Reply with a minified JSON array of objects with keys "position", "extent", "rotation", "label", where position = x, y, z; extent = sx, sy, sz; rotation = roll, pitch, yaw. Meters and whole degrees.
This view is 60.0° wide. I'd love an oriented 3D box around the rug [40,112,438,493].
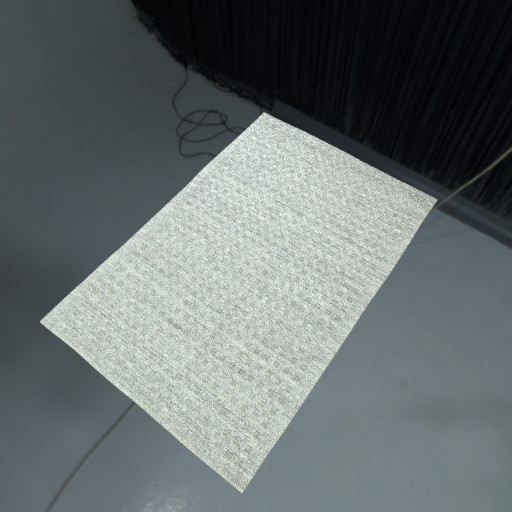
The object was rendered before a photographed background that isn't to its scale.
[{"position":[0.000,0.000,2.905],"extent":[1.532,0.018,2.297],"rotation":[32,64,18],"label":"rug"}]
